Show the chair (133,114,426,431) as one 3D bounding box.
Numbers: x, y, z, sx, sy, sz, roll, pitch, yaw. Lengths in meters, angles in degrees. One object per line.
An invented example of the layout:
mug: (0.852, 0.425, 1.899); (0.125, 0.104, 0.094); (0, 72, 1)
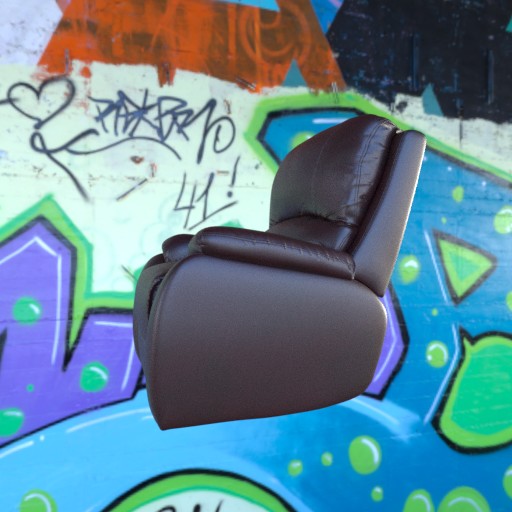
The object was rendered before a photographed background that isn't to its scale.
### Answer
chair: (0.000, 0.000, 1.710); (0.899, 1.011, 0.930); (0, 0, -18)
